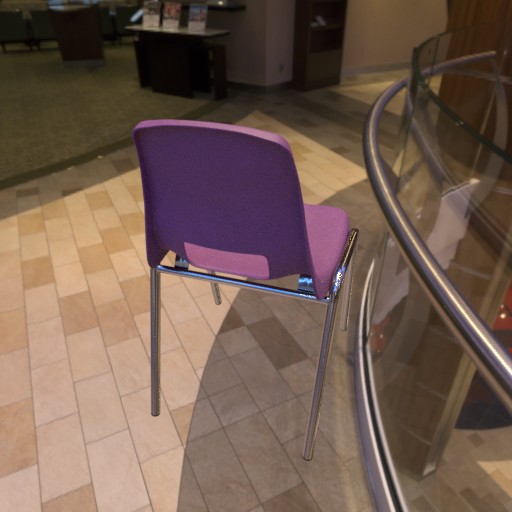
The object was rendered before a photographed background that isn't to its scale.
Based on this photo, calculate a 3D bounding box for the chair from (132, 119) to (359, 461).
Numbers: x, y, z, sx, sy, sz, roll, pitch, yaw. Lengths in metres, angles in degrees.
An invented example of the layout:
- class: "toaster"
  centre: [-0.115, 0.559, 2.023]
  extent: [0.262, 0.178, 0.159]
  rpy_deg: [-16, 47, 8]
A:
- class: "chair"
  centre: [0.000, 0.000, 0.894]
  extent: [0.381, 0.654, 0.432]
  rpy_deg: [10, 34, 15]
